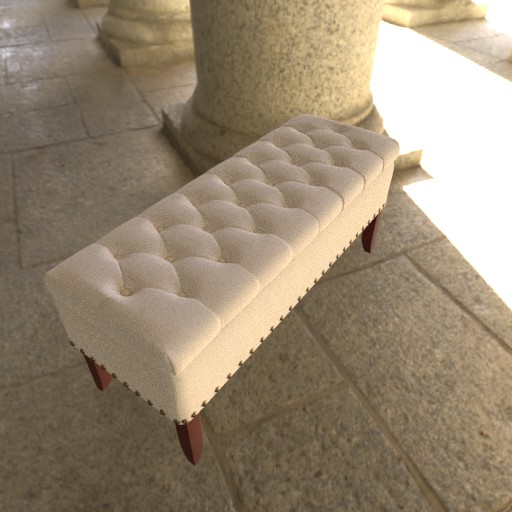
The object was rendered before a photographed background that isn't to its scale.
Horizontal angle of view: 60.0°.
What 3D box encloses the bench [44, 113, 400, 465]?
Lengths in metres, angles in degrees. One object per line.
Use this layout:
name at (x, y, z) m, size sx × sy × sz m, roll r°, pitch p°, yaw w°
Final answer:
bench at (0.000, 0.000, 1.315) m, size 0.400 × 0.470 × 1.054 m, roll 26°, pitch 47°, yaw 27°
